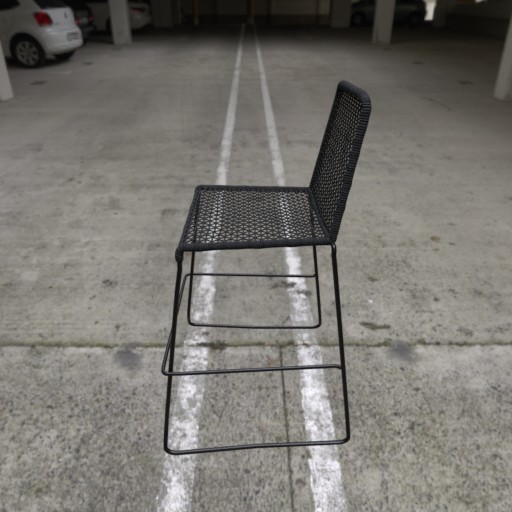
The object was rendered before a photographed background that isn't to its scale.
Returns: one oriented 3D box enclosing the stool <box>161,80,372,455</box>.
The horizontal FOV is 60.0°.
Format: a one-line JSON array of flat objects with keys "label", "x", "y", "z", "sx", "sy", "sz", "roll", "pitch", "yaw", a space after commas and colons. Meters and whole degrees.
[{"label": "stool", "x": 0.000, "y": 0.000, "z": 1.249, "sx": 0.509, "sy": 0.905, "sz": 0.590, "roll": -1, "pitch": 27, "yaw": -1}]
